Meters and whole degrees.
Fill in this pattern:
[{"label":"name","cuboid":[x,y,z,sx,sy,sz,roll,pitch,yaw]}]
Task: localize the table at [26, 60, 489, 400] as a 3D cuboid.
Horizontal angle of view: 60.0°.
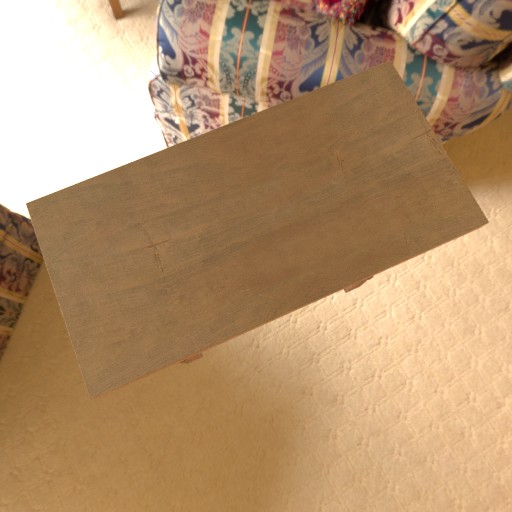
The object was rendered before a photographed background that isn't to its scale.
[{"label":"table","cuboid":[0.000,0.000,1.634,1.119,0.914,0.556,-23,76,-6]}]
